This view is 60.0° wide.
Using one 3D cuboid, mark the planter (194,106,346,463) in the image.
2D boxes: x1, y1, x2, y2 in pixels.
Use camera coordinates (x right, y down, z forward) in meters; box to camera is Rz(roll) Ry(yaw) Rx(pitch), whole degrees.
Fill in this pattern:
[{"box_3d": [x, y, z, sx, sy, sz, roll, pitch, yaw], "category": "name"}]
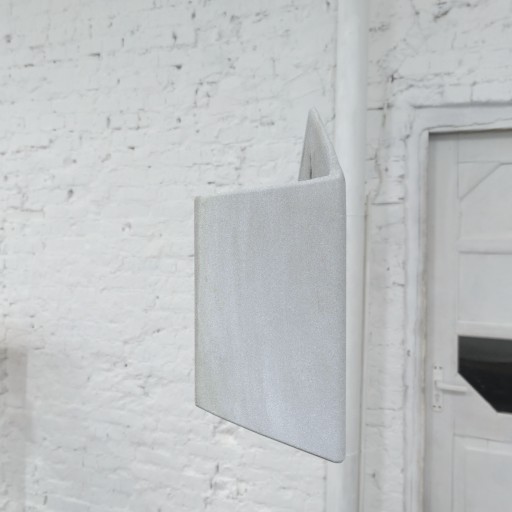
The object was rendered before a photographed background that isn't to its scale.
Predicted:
[{"box_3d": [0.000, 0.000, 0.287, 0.080, 0.194, 0.163, 0, 1, -3], "category": "planter"}]
